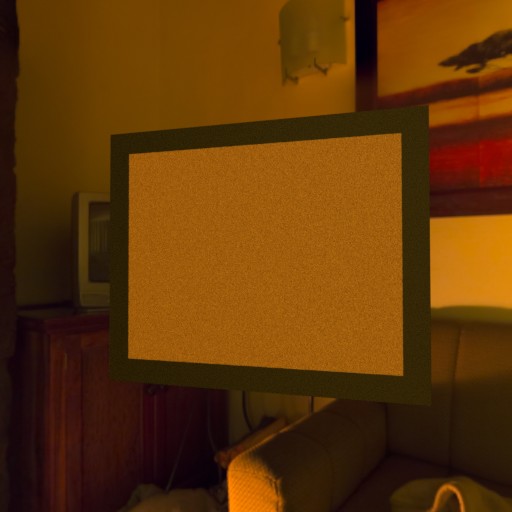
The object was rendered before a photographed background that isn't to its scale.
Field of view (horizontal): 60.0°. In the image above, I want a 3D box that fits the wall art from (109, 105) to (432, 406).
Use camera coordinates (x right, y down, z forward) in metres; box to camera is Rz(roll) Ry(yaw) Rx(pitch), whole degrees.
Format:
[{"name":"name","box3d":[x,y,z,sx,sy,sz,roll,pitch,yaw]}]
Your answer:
[{"name":"wall art","box3d":[0.000,0.000,0.766,0.561,0.460,0.028,0,-1,16]}]
